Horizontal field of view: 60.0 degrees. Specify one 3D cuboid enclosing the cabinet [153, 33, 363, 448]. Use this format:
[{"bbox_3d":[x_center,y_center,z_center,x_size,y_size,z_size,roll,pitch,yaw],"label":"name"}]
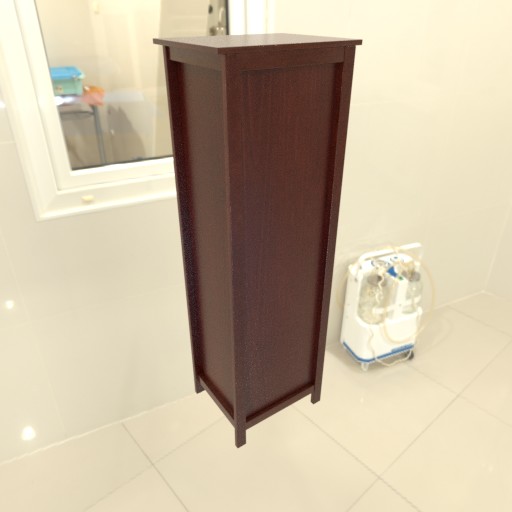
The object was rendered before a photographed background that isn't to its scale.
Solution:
[{"bbox_3d":[0.000,0.000,1.722,0.500,1.518,0.401,-19,35,-29],"label":"cabinet"}]
